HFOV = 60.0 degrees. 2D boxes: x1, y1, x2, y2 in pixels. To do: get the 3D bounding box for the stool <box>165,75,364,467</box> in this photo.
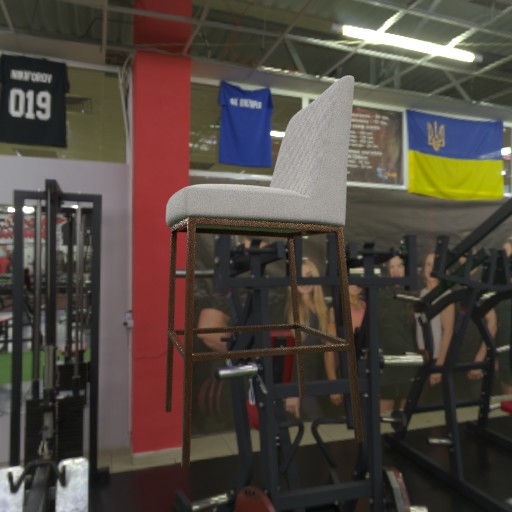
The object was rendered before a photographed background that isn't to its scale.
[{"bbox_3d":[0.000,0.000,1.426,0.546,1.084,0.462,0,0,-17],"label":"stool"}]
